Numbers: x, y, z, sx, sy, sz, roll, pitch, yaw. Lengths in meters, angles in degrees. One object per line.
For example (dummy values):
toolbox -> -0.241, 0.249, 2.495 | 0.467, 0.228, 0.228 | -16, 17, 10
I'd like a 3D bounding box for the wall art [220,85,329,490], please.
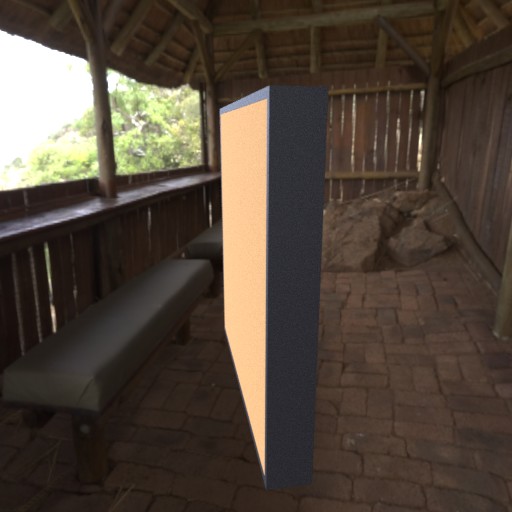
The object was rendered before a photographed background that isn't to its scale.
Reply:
wall art -> 0.000, 0.000, 0.461 | 0.038, 0.304, 0.304 | -3, 16, -10
